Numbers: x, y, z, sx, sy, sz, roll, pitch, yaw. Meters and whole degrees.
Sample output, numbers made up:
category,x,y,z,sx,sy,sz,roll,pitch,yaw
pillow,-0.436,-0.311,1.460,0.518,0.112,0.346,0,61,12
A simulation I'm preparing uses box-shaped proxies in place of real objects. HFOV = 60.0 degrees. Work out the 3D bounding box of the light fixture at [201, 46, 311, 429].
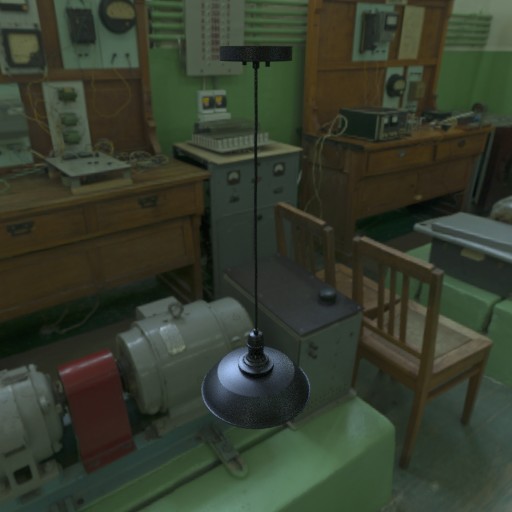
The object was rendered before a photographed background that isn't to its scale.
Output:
category,x,y,z,sx,sy,sz,roll,pitch,yaw
light fixture,0.000,0.000,1.161,0.331,0.993,0.331,-18,31,-32
